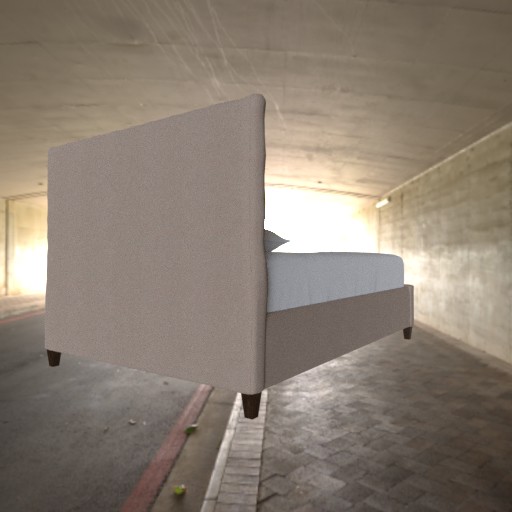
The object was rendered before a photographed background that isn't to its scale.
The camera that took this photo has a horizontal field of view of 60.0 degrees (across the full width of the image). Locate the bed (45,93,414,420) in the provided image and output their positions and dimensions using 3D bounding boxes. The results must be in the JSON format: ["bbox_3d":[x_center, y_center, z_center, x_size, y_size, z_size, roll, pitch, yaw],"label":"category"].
[{"bbox_3d":[0.000,0.000,3.350,1.698,1.427,2.387,0,0,36],"label":"bed"}]
